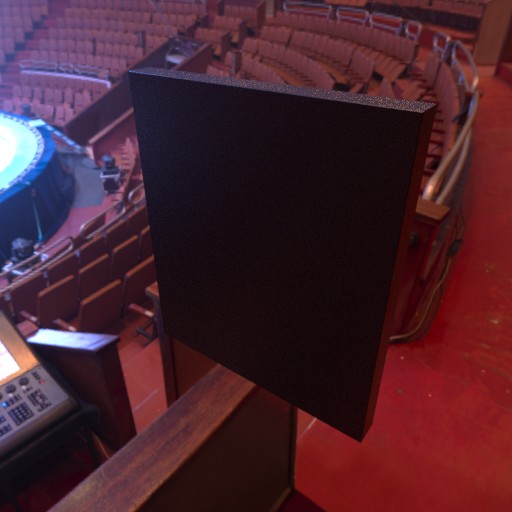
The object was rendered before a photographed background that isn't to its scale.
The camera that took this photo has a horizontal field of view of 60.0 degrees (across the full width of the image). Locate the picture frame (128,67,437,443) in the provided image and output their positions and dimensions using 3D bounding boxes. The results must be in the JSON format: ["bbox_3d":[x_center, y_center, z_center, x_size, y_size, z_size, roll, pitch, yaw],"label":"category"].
[{"bbox_3d":[0.000,0.000,0.516,0.328,0.378,0.034,21,37,31],"label":"picture frame"}]
